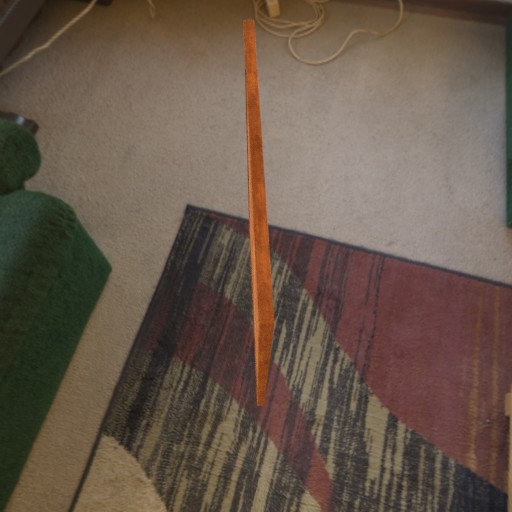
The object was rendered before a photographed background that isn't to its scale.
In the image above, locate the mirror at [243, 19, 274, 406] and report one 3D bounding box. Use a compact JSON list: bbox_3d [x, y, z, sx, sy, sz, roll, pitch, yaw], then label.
[{"bbox_3d":[0.000,0.000,1.439,0.028,1.099,0.796,-2,64,-1],"label":"mirror"}]
